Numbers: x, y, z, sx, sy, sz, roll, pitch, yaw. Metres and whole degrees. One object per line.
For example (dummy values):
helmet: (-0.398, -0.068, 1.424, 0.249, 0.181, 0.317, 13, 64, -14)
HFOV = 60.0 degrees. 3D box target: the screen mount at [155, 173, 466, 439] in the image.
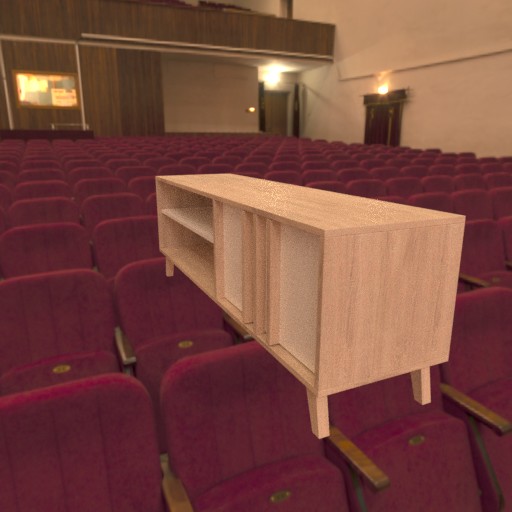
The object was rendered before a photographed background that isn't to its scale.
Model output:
screen mount: (0.000, 0.000, 1.696, 0.400, 0.510, 1.500, -7, 16, -24)
